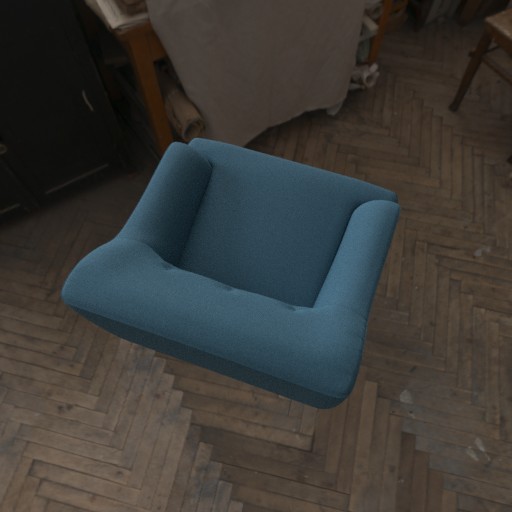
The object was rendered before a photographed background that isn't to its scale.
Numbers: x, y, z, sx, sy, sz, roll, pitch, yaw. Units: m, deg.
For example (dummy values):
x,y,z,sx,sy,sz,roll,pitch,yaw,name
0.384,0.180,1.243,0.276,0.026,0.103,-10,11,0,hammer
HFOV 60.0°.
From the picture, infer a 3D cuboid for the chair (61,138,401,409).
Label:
x,y,z,sx,sy,sz,roll,pitch,yaw,name
0.000,0.000,1.659,0.946,0.818,0.951,17,65,8,chair
